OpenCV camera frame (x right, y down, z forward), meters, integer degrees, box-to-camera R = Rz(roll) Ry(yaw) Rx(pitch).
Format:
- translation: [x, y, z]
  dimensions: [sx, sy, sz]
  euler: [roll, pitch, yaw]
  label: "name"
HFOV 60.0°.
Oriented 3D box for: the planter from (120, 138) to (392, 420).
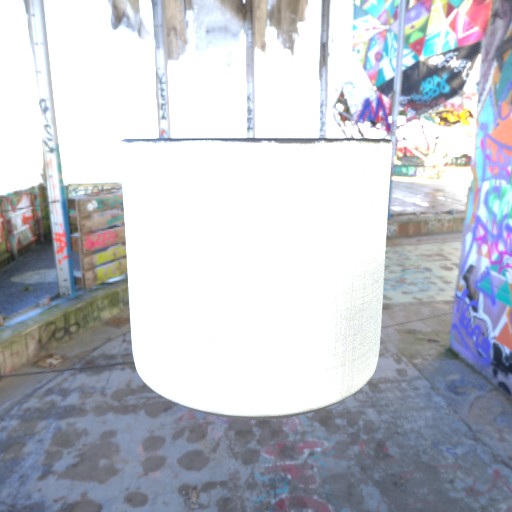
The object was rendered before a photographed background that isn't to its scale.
- translation: [0.000, 0.000, 0.392]
  dimensions: [0.221, 0.201, 0.221]
  euler: [0, 15, 0]
  label: "planter"
